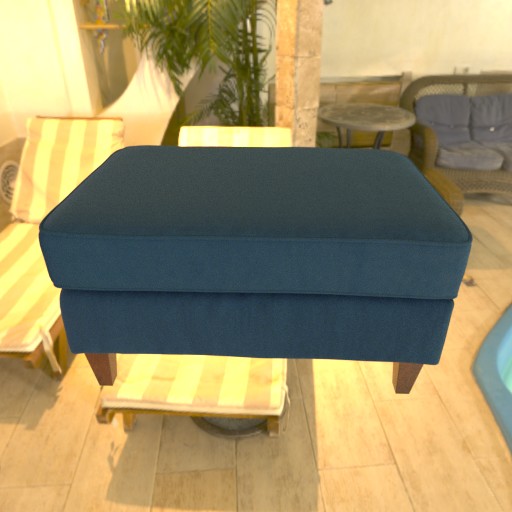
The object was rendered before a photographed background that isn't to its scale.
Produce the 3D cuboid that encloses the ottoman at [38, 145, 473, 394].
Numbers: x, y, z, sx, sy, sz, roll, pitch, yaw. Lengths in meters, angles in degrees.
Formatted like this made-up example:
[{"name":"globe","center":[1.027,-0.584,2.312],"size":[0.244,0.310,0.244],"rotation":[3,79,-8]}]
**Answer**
[{"name":"ottoman","center":[0.000,0.000,1.177],"size":[0.862,0.484,0.583],"rotation":[1,30,2]}]
